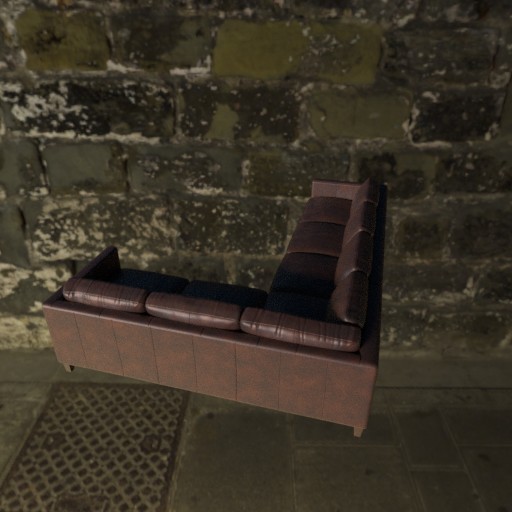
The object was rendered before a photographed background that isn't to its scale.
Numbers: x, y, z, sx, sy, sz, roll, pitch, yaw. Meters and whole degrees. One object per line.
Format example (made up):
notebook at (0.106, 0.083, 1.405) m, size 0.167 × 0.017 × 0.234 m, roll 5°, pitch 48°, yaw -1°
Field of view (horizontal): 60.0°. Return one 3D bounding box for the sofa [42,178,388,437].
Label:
sofa at (0.000, 0.000, 4.430) m, size 2.438 × 0.836 × 3.152 m, roll 8°, pitch 31°, yaw 13°
